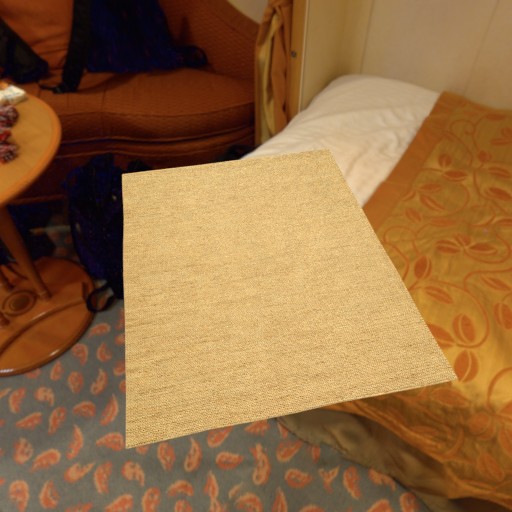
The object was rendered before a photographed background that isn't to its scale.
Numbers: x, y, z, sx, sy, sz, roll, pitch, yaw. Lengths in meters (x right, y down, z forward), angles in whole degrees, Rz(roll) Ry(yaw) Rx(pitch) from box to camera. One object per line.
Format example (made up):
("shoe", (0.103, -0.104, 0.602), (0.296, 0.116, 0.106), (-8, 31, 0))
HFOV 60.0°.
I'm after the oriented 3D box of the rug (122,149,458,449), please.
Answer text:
("rug", (0.000, 0.000, 4.104), (2.406, 0.012, 3.034), (-9, 48, -8))
